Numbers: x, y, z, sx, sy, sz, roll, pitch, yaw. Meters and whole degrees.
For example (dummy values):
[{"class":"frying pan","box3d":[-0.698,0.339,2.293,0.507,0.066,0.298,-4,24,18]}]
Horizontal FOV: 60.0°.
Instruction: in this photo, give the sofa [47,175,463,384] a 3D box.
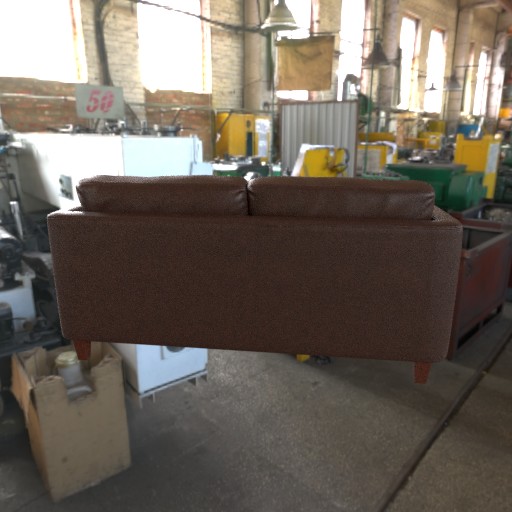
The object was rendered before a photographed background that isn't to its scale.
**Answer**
[{"class":"sofa","box3d":[0.000,0.000,2.461,1.883,0.933,0.951,2,16,7]}]
